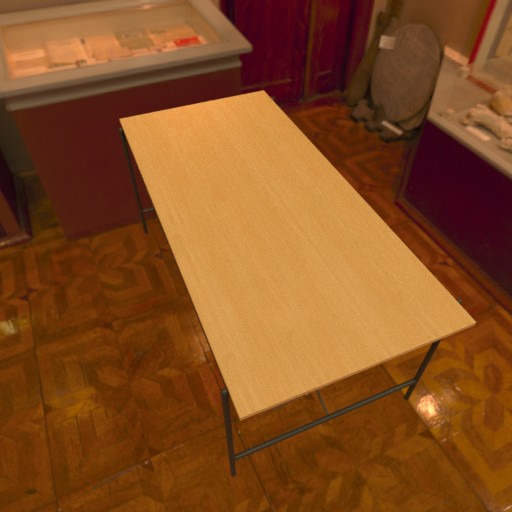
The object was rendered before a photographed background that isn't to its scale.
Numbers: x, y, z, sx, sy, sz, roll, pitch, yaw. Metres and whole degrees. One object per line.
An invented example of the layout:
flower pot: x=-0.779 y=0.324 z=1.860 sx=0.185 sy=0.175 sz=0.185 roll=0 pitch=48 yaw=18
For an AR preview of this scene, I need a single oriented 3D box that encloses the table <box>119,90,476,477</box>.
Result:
table: x=0.000 y=0.000 z=2.222 sx=0.900 sy=0.758 sz=1.800 roll=-17 pitch=49 yaw=-15
